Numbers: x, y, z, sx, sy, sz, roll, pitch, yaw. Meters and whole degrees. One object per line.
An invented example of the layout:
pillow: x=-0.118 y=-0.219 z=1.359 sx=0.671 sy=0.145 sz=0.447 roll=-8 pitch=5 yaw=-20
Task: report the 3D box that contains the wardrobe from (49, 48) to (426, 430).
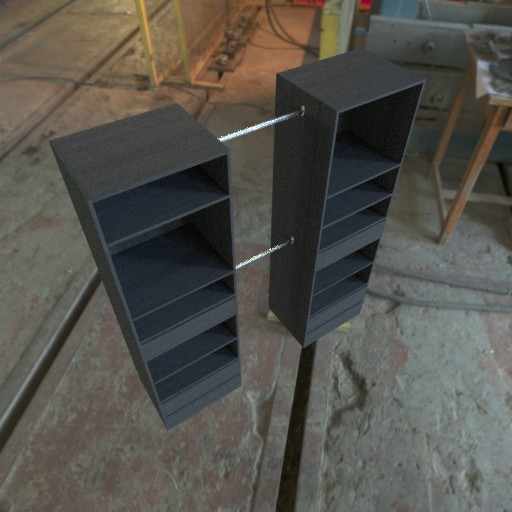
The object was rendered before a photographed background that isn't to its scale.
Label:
wardrobe: x=0.000 y=0.000 z=2.781 sx=1.770 sy=2.000 sz=0.480 roll=-26 pitch=51 yaw=-23
